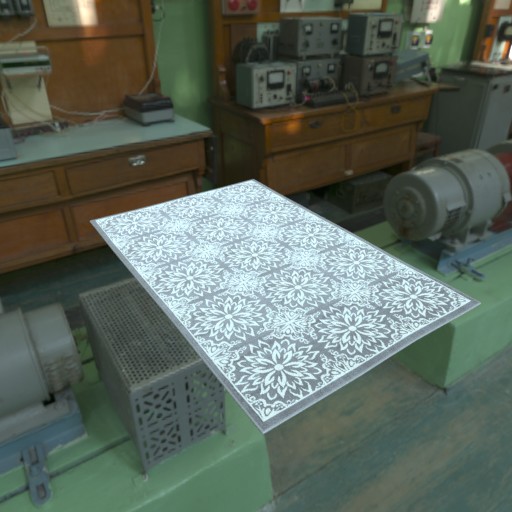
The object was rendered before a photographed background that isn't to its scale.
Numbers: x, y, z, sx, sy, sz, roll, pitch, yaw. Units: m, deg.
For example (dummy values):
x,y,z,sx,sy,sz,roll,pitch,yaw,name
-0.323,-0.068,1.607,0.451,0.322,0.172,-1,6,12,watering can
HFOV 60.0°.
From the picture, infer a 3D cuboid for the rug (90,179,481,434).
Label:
x,y,z,sx,sy,sz,roll,pitch,yaw,name
0.000,0.000,3.530,1.819,0.018,2.746,-20,36,-29,rug
